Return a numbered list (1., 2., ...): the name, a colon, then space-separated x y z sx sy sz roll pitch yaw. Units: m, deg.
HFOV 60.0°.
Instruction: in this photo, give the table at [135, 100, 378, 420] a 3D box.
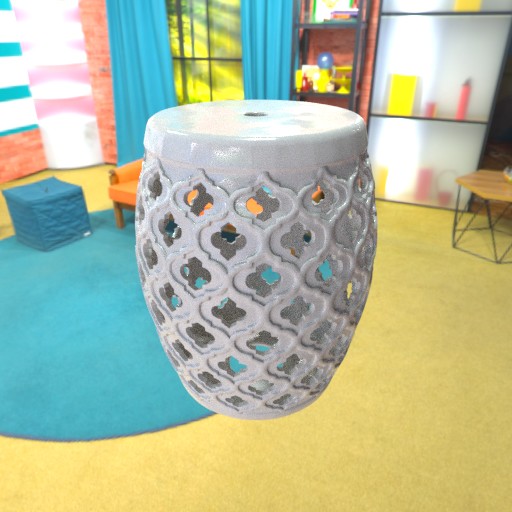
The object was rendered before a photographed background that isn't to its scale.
1. table: 0.000 0.000 0.628 0.325 0.388 0.325 0 27 0
